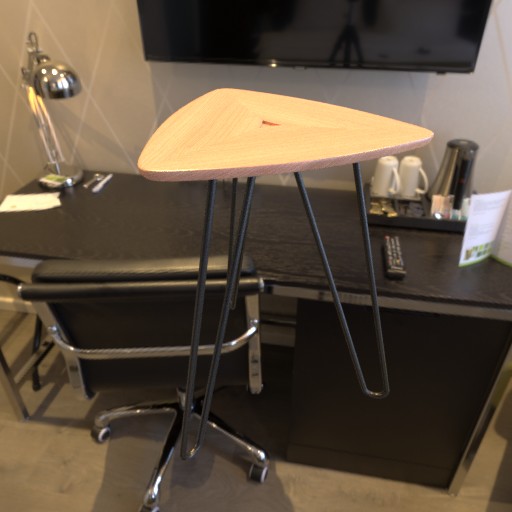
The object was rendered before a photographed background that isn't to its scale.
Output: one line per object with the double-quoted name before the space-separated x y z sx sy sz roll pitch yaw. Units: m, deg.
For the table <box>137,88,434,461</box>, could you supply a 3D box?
"table" 0.000 0.000 0.891 0.442 0.564 0.455 -11 34 -16
